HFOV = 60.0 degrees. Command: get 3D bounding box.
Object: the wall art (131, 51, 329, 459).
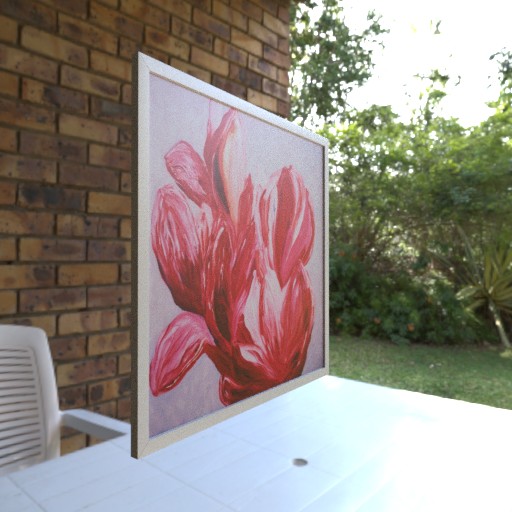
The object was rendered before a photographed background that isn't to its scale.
[{"bbox_3d":[0.000,0.000,1.200,0.022,0.803,0.805,0,0,37],"label":"wall art"}]
